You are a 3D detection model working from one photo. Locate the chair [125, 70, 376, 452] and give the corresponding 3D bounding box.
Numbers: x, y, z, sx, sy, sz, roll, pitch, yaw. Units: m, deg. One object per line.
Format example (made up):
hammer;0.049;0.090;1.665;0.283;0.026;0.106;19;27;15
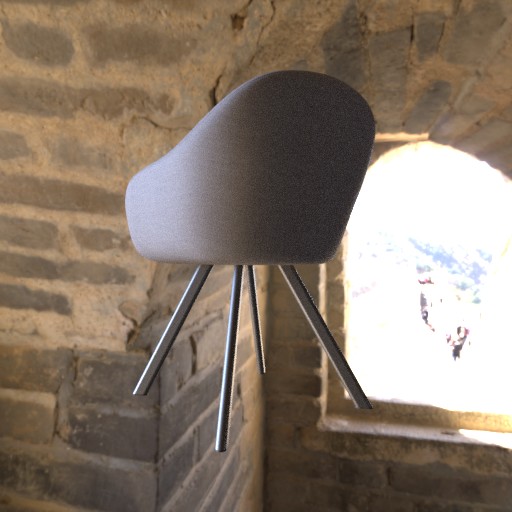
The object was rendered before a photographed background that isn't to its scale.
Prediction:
chair;0.000;0.000;1.168;0.540;0.780;0.570;1;-1;-35
